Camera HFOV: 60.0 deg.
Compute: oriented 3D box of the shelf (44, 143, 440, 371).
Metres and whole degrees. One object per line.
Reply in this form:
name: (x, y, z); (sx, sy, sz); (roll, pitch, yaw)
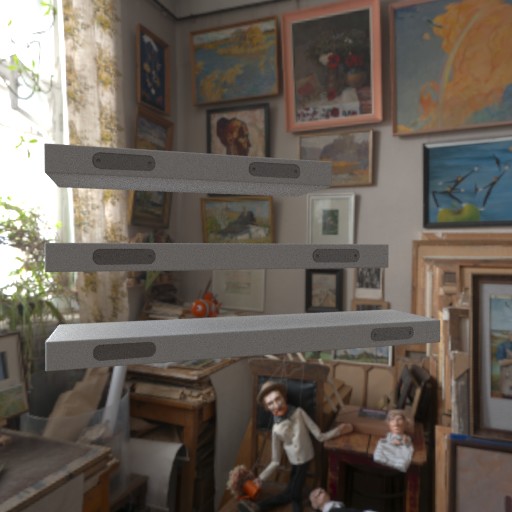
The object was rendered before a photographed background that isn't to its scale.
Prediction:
shelf: (0.000, 0.000, 0.724); (0.610, 0.293, 0.140); (0, 1, -17)
